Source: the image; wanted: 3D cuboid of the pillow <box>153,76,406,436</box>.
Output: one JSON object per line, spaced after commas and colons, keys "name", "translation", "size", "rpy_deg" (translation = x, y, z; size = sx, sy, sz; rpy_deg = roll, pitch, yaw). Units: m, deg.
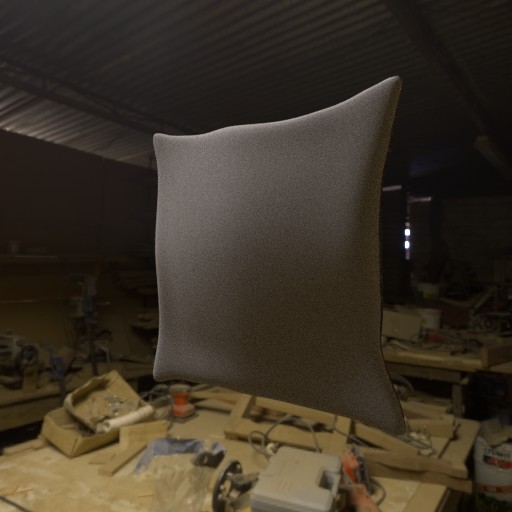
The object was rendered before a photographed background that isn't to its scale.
{"name": "pillow", "translation": [0.000, 0.000, 0.775], "size": [0.514, 0.513, 0.163], "rpy_deg": [-1, -1, 36]}
